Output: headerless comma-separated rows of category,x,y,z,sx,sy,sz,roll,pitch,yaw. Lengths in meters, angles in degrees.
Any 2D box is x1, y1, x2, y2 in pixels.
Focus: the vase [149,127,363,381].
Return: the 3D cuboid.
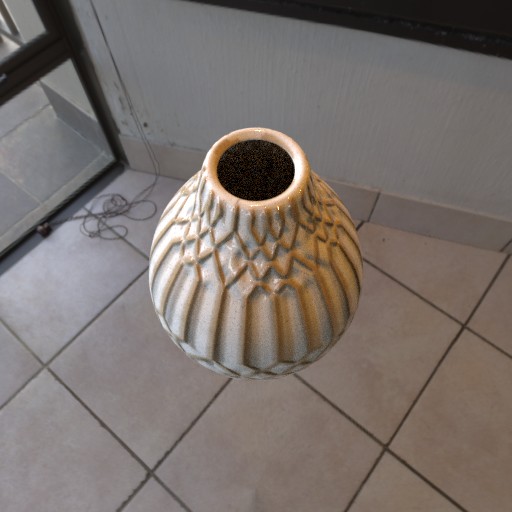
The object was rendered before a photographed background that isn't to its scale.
vase,0.000,0.000,0.315,0.159,0.200,0.159,0,62,0
